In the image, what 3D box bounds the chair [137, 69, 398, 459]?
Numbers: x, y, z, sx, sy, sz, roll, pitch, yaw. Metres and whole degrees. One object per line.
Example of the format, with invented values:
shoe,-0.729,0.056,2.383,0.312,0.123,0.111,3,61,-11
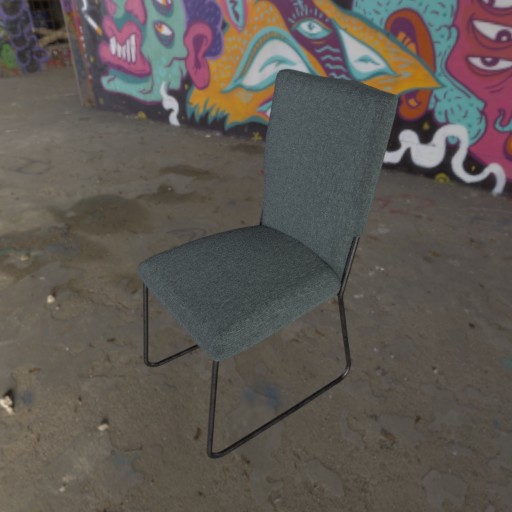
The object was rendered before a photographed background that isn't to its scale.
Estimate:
chair,0.000,0.000,1.304,0.635,0.931,0.480,-21,37,-30
